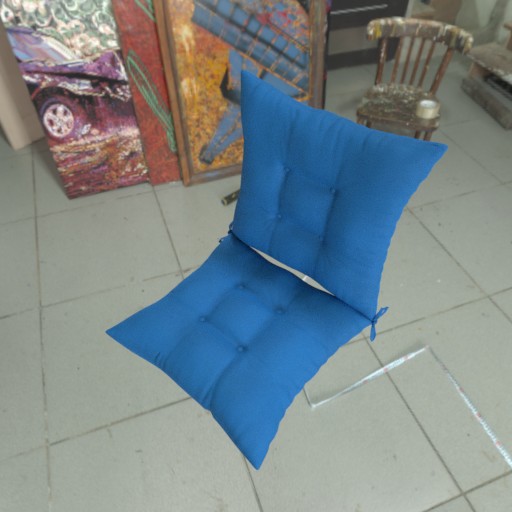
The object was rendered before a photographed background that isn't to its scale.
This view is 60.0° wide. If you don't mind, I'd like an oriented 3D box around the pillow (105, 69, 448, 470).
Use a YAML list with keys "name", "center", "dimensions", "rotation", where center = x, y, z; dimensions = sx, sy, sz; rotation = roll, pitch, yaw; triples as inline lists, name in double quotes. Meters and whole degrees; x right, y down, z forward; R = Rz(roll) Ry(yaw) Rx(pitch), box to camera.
- name: "pillow"
  center: [0.000, 0.000, 0.987]
  dimensions: [0.541, 0.536, 0.585]
  rotation: [32, 55, 26]
